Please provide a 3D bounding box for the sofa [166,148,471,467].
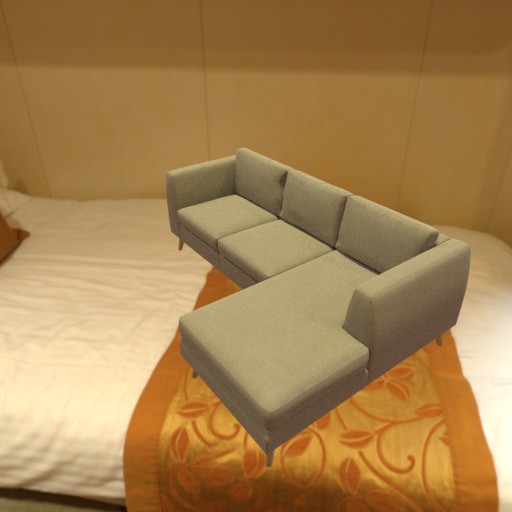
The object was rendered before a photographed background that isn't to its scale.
[{"bbox_3d":[0.000,0.000,3.121,1.580,0.860,2.300,-21,37,-31],"label":"sofa"}]
